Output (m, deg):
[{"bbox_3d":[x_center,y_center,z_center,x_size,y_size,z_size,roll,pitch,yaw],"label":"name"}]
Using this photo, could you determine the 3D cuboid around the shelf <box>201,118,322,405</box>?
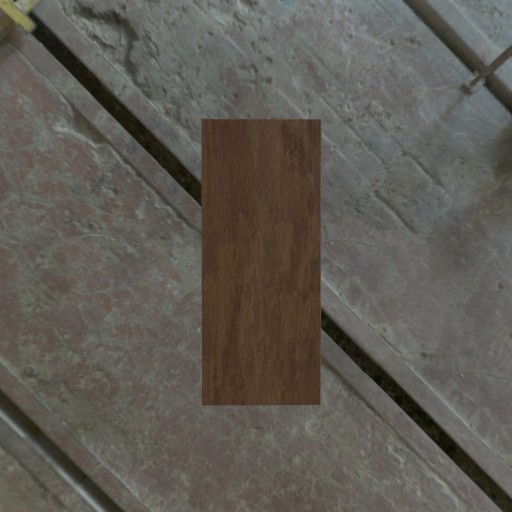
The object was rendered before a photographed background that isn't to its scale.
[{"bbox_3d":[0.000,0.000,2.194,0.335,1.905,0.805,0,91,-1],"label":"shelf"}]
